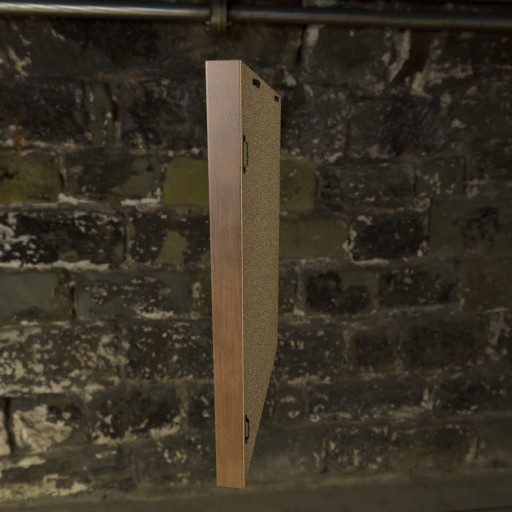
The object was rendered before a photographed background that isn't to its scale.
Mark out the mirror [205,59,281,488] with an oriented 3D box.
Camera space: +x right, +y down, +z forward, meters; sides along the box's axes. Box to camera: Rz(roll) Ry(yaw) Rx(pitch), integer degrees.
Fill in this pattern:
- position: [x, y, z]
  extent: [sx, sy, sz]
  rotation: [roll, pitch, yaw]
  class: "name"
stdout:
- position: [0.000, 0.000, 0.697]
  extent: [0.041, 0.508, 0.405]
  rotation: [2, 15, 8]
  class: "mirror"
